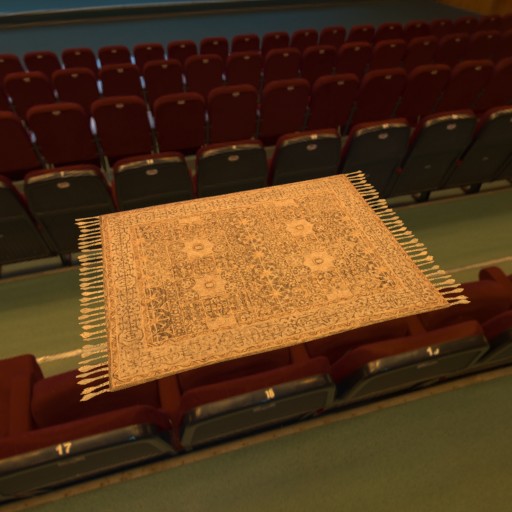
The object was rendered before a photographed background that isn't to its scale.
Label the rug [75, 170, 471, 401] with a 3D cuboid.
[{"bbox_3d":[0.000,0.000,3.143,2.465,0.023,1.619,-11,44,-12],"label":"rug"}]
